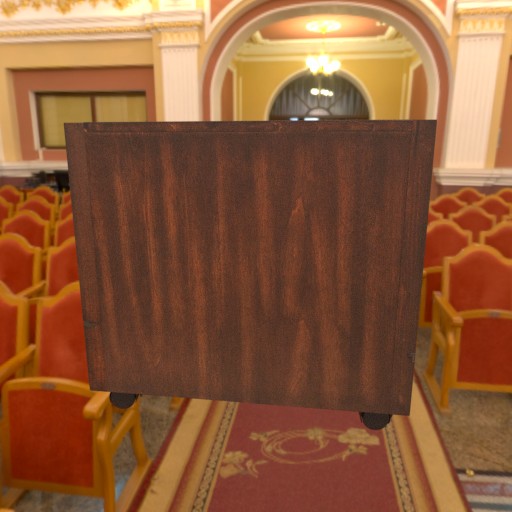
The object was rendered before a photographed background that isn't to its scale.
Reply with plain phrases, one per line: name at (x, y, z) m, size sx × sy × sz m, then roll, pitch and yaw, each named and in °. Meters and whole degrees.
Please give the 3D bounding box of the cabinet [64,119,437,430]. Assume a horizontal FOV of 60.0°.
cabinet at (0.000, 0.000, 0.818) m, size 0.500 × 0.455 × 0.402 m, roll 2°, pitch 14°, yaw 8°
